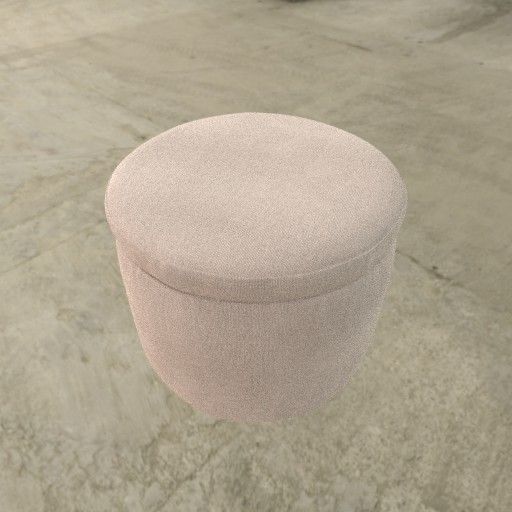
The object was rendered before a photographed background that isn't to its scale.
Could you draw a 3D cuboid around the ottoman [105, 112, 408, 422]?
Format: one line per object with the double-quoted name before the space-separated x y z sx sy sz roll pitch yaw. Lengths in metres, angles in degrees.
"ottoman" 0.000 0.000 0.855 0.497 0.409 0.497 0 41 0
